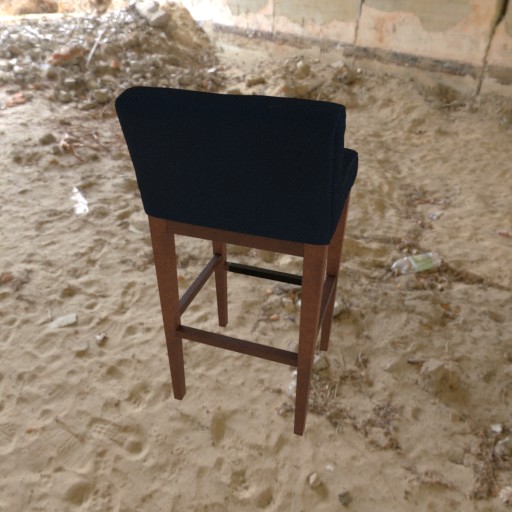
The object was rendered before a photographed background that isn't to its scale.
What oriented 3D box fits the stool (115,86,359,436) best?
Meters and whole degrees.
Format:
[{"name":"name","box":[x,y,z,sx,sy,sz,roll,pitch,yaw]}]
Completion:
[{"name":"stool","box":[0.000,0.000,1.363,0.511,1.037,0.500,11,34,16]}]
